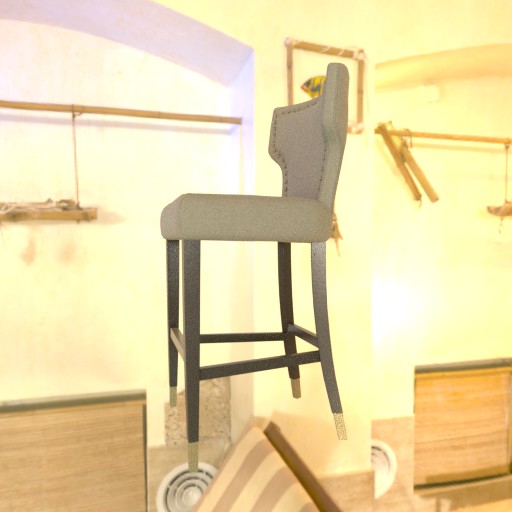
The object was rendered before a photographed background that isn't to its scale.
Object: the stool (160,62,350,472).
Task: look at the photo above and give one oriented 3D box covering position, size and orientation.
[{"bbox_3d":[0.000,0.000,1.420,0.563,1.092,0.526,-1,2,-17],"label":"stool"}]
